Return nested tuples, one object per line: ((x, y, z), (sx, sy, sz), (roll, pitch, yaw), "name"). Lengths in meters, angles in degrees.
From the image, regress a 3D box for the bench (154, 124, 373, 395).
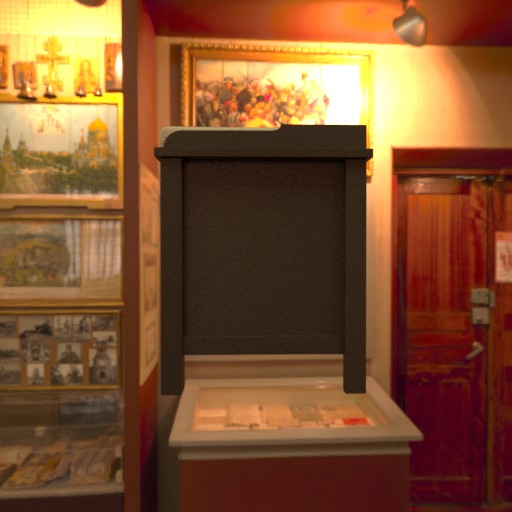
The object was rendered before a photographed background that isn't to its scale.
((0.000, 0.000, 1.376), (0.398, 0.501, 1.140), (0, 1, -2), "bench")
